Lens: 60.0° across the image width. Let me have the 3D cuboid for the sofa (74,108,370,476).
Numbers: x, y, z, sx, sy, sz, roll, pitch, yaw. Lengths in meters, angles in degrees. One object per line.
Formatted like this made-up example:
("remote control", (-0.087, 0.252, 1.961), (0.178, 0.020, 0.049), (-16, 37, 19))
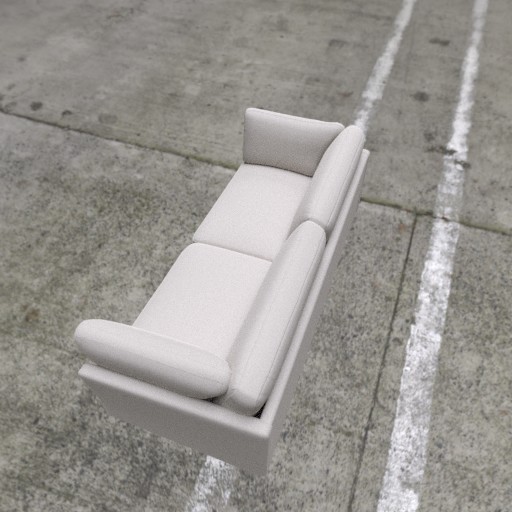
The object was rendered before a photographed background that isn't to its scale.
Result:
("sofa", (0.000, 0.000, 2.798), (0.957, 0.863, 2.301), (16, 49, 14))
